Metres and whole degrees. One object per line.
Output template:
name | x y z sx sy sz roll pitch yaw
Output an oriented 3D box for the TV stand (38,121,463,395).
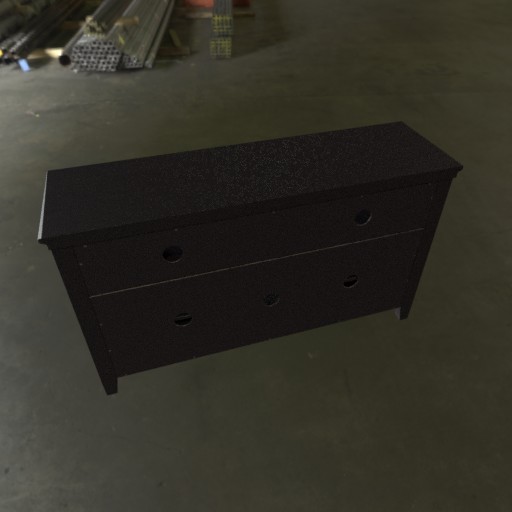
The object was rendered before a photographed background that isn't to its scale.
TV stand | 0.000 0.000 1.534 1.198 0.681 0.347 -11 41 -13
